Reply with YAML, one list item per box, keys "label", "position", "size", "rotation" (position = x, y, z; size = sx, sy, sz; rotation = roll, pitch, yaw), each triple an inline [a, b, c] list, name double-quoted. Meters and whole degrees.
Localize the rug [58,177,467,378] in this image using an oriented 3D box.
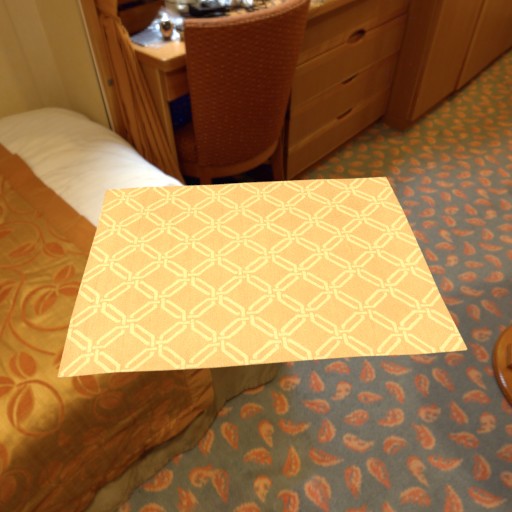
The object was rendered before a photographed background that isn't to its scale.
- label: "rug"
  position: [0.000, 0.000, 4.432]
  size: [3.365, 0.020, 2.452]
  rotation: [-3, 46, -3]
